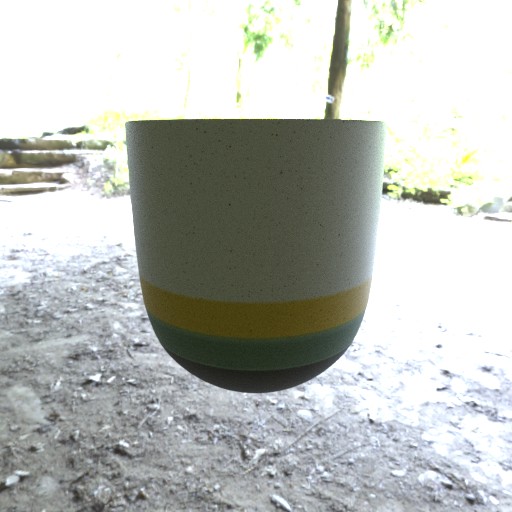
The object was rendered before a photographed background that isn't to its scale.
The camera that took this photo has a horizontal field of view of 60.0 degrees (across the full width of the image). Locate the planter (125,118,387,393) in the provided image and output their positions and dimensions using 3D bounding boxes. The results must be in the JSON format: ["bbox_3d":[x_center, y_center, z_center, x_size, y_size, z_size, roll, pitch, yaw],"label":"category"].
[{"bbox_3d":[0.000,0.000,0.370,0.195,0.214,0.195,0,15,0],"label":"planter"}]
